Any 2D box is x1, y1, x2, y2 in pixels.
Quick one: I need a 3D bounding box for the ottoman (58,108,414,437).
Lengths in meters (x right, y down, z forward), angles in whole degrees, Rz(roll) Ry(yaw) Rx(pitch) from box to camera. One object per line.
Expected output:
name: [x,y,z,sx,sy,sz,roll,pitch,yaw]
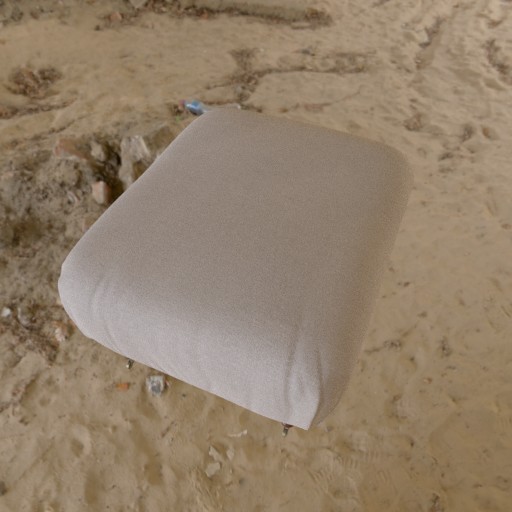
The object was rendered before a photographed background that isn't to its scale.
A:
ottoman: [0.000,0.000,1.120,0.622,0.450,0.746,18,51,15]
